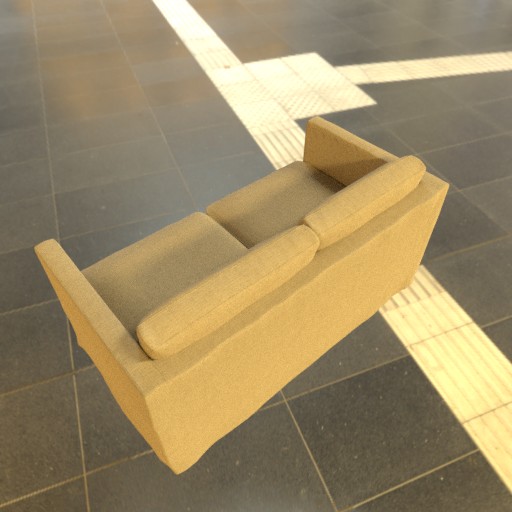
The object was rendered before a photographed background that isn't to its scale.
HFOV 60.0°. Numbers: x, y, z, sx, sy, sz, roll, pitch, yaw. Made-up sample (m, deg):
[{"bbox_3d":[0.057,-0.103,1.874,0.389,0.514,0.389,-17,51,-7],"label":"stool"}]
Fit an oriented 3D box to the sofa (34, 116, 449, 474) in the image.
[{"bbox_3d":[0.000,0.000,2.235,1.766,0.828,0.956,-32,53,-27],"label":"sofa"}]
